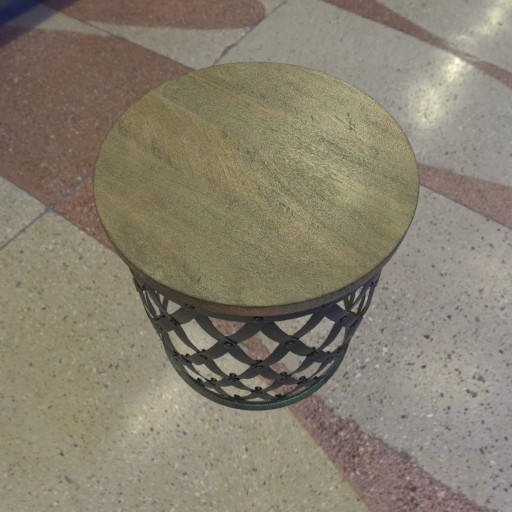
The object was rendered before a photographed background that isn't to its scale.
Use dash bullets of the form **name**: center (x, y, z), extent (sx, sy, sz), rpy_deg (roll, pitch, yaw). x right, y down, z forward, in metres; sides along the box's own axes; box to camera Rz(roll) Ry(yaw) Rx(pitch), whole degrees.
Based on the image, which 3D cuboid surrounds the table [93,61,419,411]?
- **table**: center (0.000, 0.000, 0.749), extent (0.405, 0.454, 0.405), rpy_deg (0, 58, 0)
